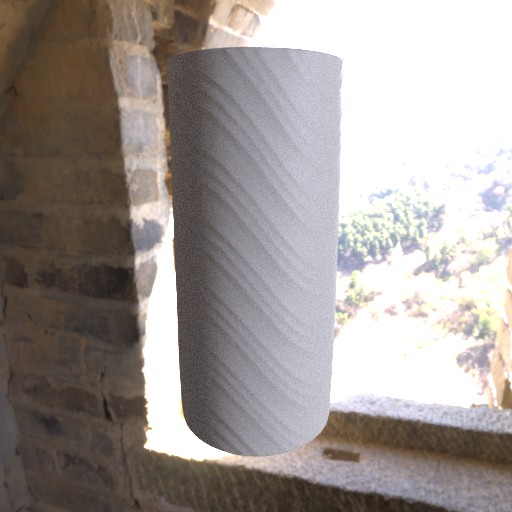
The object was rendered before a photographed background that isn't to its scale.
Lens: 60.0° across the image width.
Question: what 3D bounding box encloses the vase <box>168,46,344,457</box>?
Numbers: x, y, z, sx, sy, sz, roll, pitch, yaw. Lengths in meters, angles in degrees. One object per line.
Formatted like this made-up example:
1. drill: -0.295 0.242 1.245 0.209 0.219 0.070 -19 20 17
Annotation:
1. vase: 0.000 0.000 0.391 0.143 0.316 0.143 0 15 0
